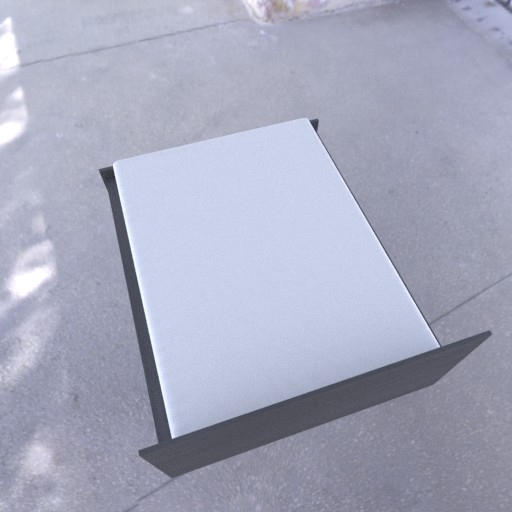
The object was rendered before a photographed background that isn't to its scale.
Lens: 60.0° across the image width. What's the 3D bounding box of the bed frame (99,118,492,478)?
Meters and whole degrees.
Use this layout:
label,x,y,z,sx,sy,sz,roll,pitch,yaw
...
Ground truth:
label,x,y,z,sx,sy,sz,roll,pitch,yaw
bed frame,0.000,0.000,2.719,1.622,0.800,1.960,-16,59,-10
